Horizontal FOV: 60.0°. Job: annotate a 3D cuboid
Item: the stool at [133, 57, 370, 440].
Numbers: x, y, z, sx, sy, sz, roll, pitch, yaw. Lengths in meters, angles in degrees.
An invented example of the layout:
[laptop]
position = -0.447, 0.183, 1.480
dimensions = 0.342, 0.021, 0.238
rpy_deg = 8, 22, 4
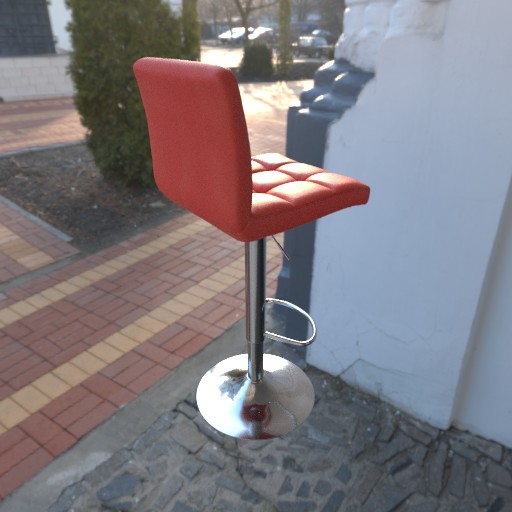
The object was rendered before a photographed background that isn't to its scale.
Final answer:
[stool]
position = 0.000, 0.000, 1.357
dimensions = 0.505, 1.115, 0.430
rpy_deg = -18, 32, -32
